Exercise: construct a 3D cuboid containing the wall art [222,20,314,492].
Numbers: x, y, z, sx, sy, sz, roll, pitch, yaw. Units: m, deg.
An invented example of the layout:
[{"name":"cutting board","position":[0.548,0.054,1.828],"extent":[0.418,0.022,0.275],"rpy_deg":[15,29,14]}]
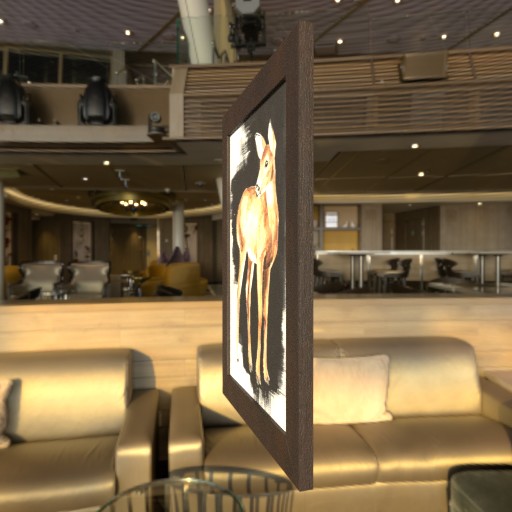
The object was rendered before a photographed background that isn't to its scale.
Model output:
[{"name":"wall art","position":[0.000,0.000,0.655],"extent":[0.017,0.513,0.359],"rpy_deg":[0,0,-18]}]
